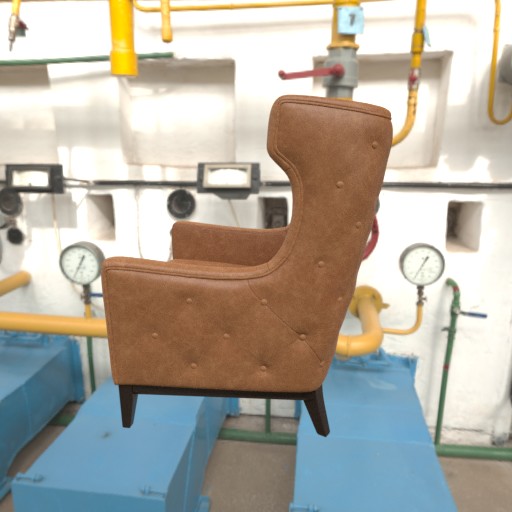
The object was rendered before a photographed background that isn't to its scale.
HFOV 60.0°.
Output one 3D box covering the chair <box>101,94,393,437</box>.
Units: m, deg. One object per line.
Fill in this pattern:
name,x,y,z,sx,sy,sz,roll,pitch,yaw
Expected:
chair,0.000,0.000,1.672,0.899,1.079,0.766,2,14,9
